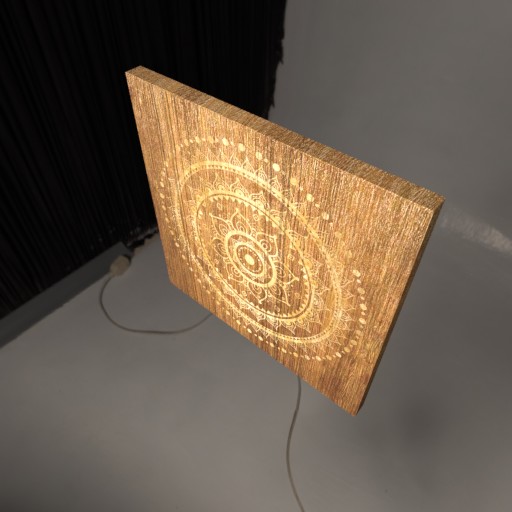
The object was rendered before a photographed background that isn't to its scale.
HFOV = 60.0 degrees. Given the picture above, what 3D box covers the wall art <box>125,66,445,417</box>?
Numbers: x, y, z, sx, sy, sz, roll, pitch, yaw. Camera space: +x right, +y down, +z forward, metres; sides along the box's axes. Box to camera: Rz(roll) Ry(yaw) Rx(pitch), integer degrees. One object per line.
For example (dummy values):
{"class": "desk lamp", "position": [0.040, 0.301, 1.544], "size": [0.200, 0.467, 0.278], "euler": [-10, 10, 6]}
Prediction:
{"class": "wall art", "position": [0.000, 0.000, 0.914], "size": [0.611, 0.608, 0.042], "euler": [31, 54, 27]}
